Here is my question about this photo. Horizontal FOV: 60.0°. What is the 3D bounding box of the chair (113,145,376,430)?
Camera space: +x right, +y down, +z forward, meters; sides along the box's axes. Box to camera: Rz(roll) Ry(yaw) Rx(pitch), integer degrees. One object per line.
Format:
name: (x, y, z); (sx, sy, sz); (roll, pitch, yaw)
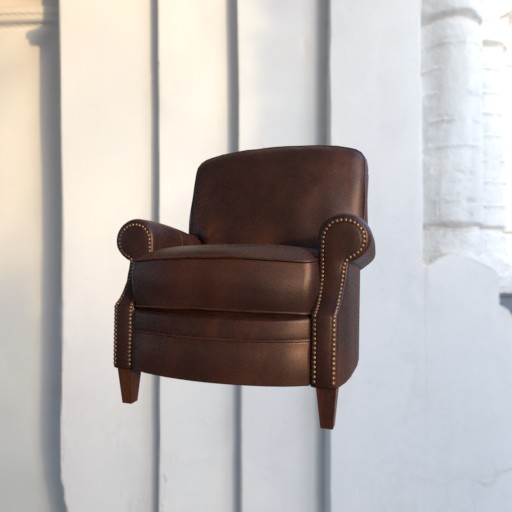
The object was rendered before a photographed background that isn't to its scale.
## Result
chair: (0.000, 0.000, 1.778); (0.936, 1.018, 0.986); (0, 0, 19)
